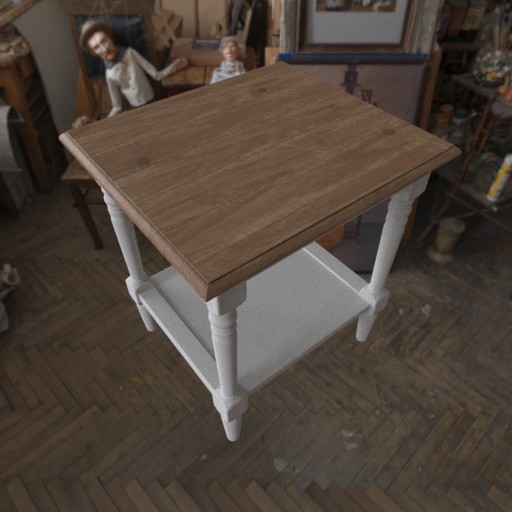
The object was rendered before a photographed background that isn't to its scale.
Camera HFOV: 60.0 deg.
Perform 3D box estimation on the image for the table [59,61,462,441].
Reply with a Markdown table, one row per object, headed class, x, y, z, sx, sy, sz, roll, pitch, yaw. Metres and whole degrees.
| class | x | y | z | sx | sy | sz | roll | pitch | yaw |
| --- | --- | --- | --- | --- | --- | --- | --- | --- | --- |
| table | 0.000 | 0.000 | 0.940 | 0.508 | 0.561 | 0.457 | -29 | 52 | -26 |
